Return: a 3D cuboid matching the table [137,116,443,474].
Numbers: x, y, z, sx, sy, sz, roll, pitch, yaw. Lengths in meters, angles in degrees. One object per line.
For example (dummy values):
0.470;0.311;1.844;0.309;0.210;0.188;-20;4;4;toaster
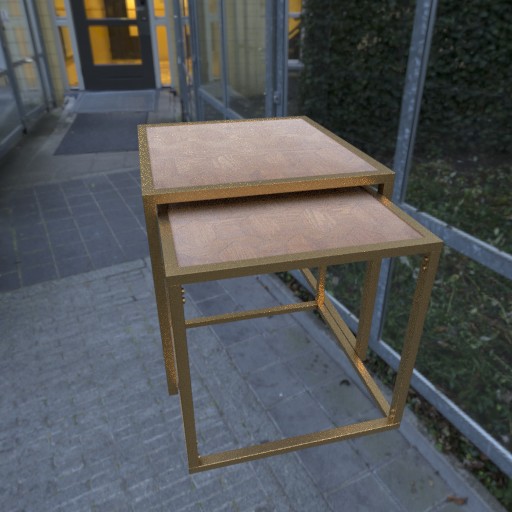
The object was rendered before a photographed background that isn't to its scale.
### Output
0.000;0.000;1.110;0.505;0.505;0.762;-7;30;-12;table
